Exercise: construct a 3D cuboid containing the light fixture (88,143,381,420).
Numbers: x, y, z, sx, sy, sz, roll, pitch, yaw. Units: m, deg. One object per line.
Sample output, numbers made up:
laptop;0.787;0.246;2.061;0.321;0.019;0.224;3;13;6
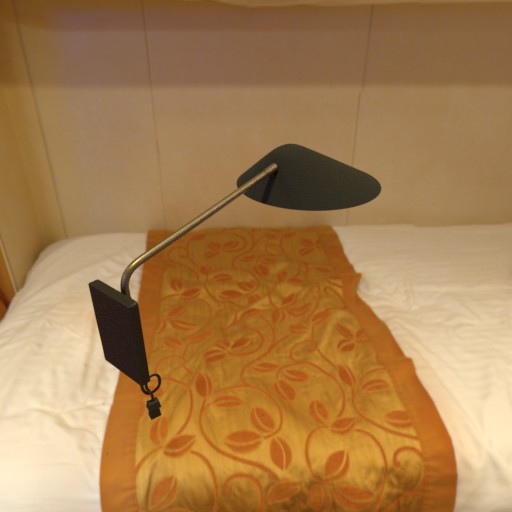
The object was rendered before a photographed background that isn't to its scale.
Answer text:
light fixture;0.000;0.000;0.690;0.240;0.312;0.516;21;36;33
